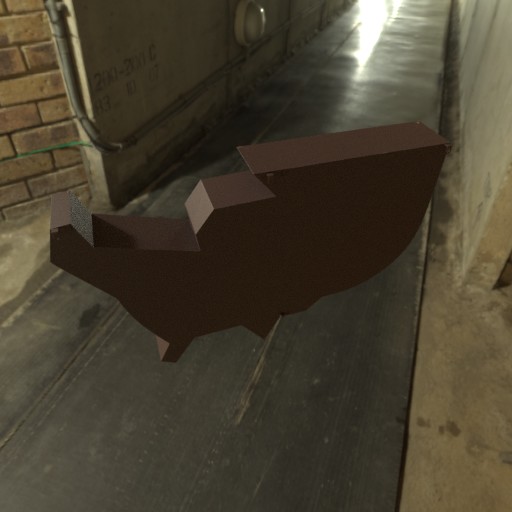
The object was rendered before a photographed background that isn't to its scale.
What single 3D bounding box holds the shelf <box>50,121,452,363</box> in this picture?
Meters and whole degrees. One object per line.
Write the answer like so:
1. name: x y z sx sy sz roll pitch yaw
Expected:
1. shelf: 0.000 0.000 0.912 0.729 0.439 0.112 -12 42 -14
